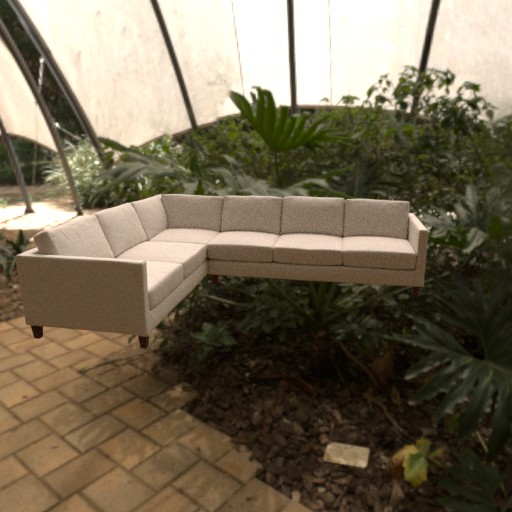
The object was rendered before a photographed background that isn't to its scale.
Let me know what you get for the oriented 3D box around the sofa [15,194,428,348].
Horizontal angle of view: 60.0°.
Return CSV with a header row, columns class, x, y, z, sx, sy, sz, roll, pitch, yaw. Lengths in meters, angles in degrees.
class,x,y,z,sx,sy,sz,roll,pitch,yaw
sofa,0.000,0.000,4.192,3.182,0.863,2.432,3,16,10
